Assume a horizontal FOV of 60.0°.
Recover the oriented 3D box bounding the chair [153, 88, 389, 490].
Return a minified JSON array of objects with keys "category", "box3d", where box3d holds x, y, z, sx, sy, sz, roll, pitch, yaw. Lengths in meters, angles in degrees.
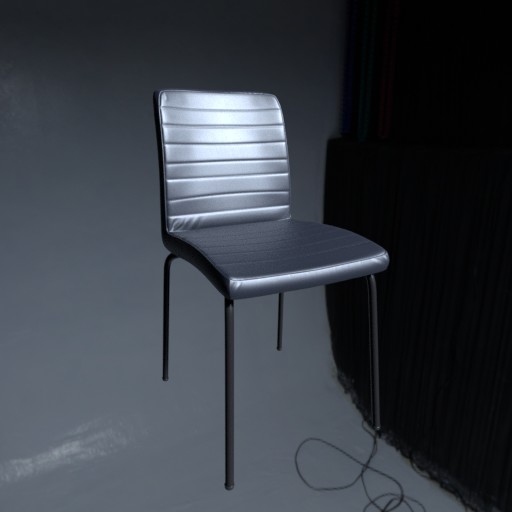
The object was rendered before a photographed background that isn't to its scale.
[{"category":"chair","box3d":[0.000,0.000,1.192,0.450,0.872,0.572,-9,18,-27]}]
